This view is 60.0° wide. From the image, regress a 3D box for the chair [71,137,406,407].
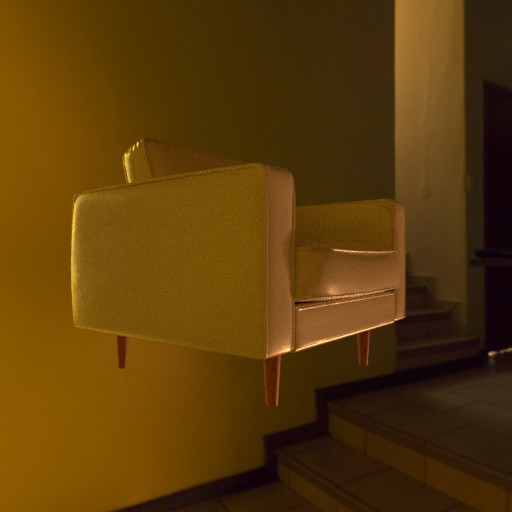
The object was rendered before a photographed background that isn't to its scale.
[{"bbox_3d":[0.000,0.000,1.529,0.843,0.773,0.928,0,-1,38],"label":"chair"}]
